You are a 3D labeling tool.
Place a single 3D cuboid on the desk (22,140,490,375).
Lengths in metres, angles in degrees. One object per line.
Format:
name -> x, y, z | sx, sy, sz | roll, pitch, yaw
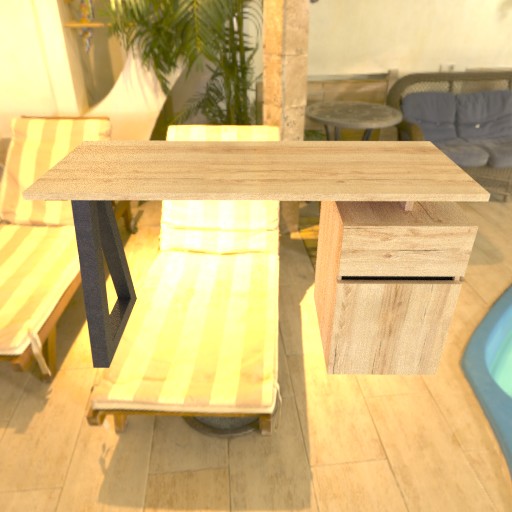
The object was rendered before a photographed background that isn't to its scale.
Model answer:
desk -> 0.000, 0.000, 1.754 | 1.400, 0.760, 0.550 | 0, 31, 0
